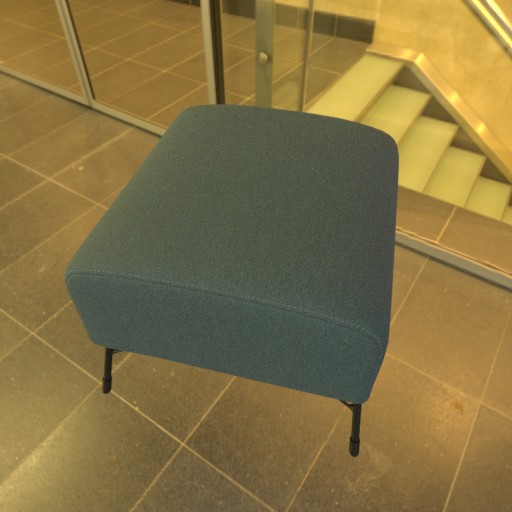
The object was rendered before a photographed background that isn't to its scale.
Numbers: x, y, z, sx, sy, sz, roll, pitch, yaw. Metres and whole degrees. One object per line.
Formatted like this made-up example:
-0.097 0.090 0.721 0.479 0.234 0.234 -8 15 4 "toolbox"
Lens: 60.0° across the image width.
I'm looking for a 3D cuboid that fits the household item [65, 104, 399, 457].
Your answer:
0.000 0.000 0.898 0.530 0.420 0.530 10 47 10 "household item"
